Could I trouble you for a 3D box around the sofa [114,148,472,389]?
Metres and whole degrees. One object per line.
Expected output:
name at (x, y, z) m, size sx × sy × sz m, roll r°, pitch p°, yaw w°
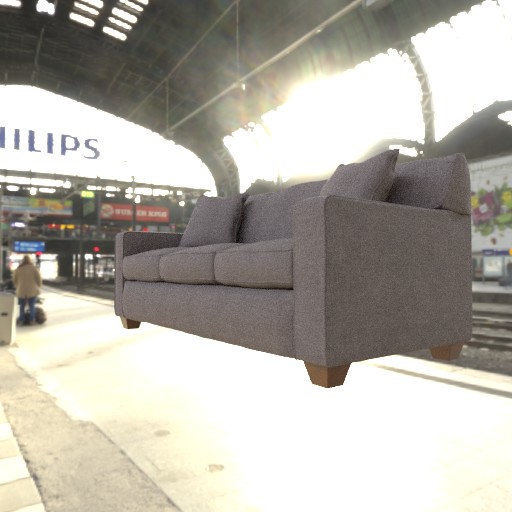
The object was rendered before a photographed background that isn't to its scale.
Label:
sofa at (0.000, 0.000, 2.520) m, size 0.997 × 0.958 × 2.024 m, roll 1°, pitch -2°, yaw -37°
